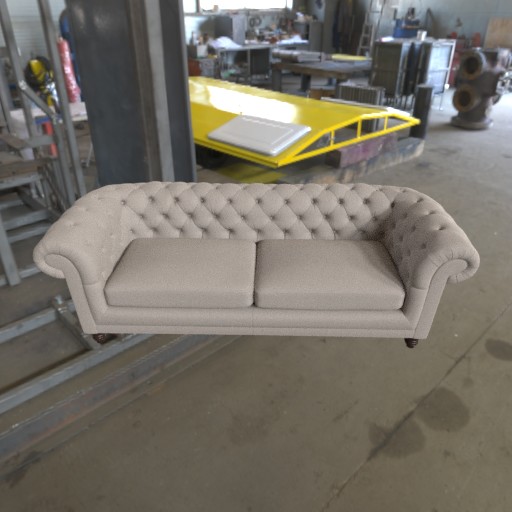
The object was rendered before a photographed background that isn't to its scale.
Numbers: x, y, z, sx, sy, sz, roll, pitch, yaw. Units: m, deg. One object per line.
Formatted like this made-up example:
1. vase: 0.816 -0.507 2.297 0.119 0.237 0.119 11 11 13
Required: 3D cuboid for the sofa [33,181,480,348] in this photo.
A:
1. sofa: 0.000 0.000 2.876 2.411 0.749 0.991 1 30 1
